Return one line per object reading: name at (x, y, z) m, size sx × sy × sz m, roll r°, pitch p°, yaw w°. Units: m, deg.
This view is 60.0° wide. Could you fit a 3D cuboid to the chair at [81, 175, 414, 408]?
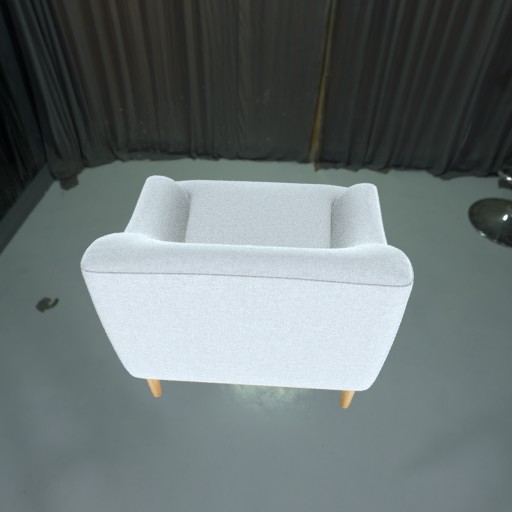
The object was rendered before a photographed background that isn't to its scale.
chair at (0.000, 0.000, 1.644) m, size 0.946 × 0.818 × 0.951 m, roll 3°, pitch 44°, yaw 3°
